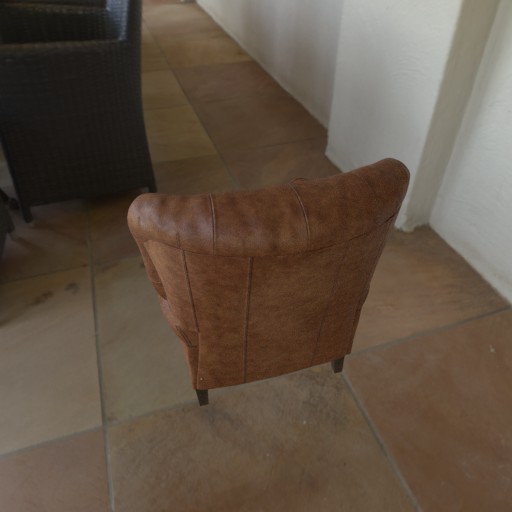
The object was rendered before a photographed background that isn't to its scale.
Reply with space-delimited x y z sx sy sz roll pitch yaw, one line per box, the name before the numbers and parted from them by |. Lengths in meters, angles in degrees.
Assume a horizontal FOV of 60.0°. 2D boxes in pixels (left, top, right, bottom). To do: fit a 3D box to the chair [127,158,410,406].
chair | 0.000 0.000 1.934 0.951 1.164 1.059 -10 42 -11
